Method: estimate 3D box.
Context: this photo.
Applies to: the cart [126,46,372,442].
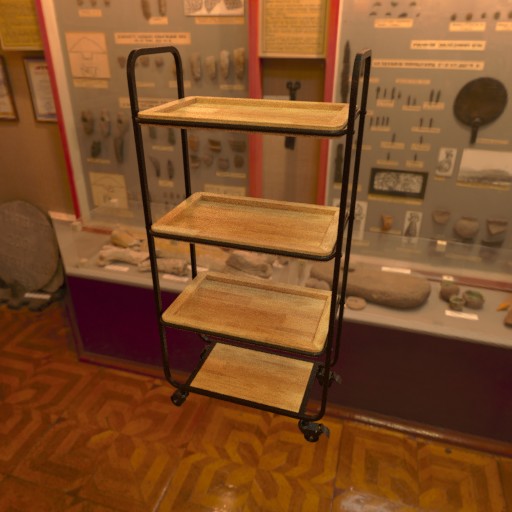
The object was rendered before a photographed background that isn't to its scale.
[{"bbox_3d":[0.000,0.000,1.273,0.545,1.080,0.321,9,29,16],"label":"cart"}]
